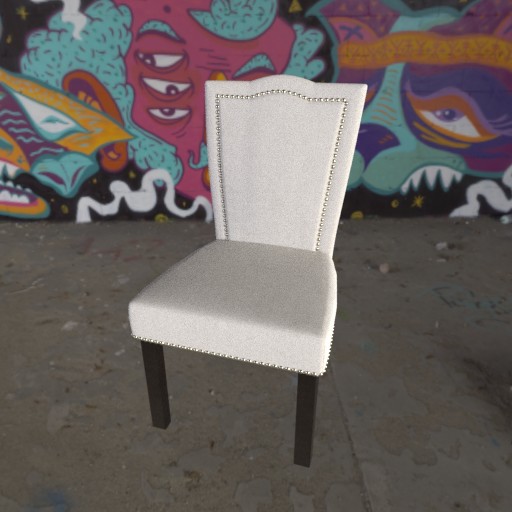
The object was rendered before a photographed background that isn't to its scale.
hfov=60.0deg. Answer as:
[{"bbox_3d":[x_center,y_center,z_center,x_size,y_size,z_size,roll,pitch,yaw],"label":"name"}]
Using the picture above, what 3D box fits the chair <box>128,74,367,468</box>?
[{"bbox_3d":[0.000,0.000,1.282,0.518,0.946,0.589,8,26,16],"label":"chair"}]
